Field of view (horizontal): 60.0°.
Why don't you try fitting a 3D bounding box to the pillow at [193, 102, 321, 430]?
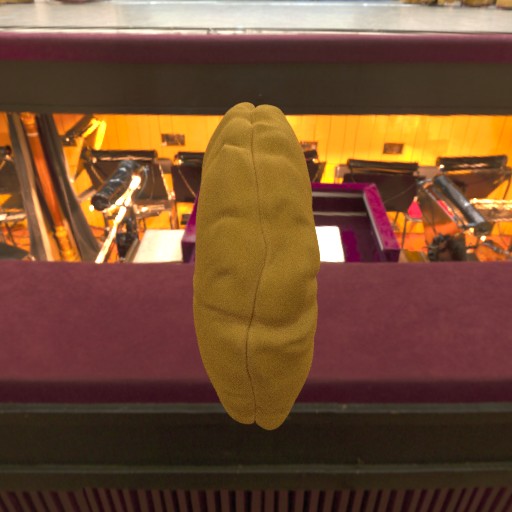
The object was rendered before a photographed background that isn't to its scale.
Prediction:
[{"bbox_3d":[0.000,0.000,0.626,0.148,0.407,0.428,0,33,0],"label":"pillow"}]
